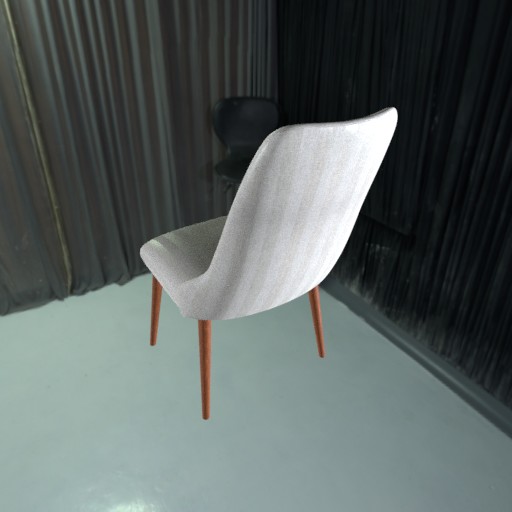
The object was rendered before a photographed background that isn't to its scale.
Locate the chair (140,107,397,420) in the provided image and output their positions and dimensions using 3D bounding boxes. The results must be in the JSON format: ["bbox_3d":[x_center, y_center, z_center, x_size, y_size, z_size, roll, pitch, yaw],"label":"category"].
[{"bbox_3d":[0.000,0.000,1.298,0.526,0.917,0.684,-19,35,-29],"label":"chair"}]
